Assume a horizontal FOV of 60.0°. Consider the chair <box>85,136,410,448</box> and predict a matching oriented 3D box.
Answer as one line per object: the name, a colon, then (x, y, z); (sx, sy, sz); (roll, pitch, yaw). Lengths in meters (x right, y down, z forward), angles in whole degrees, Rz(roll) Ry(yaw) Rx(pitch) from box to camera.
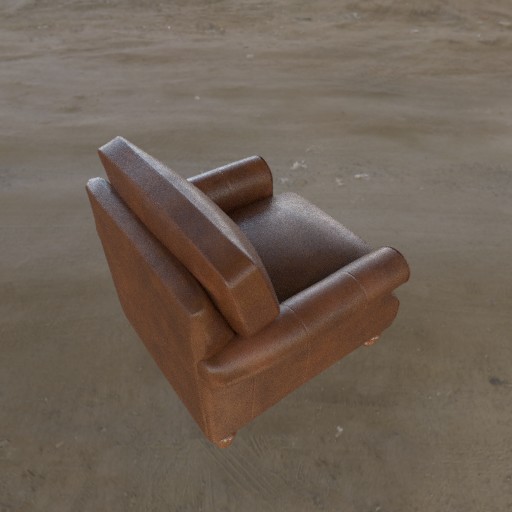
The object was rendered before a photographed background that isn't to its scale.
chair: (0.000, 0.000, 1.792); (0.992, 0.972, 0.989); (-26, 48, -26)
